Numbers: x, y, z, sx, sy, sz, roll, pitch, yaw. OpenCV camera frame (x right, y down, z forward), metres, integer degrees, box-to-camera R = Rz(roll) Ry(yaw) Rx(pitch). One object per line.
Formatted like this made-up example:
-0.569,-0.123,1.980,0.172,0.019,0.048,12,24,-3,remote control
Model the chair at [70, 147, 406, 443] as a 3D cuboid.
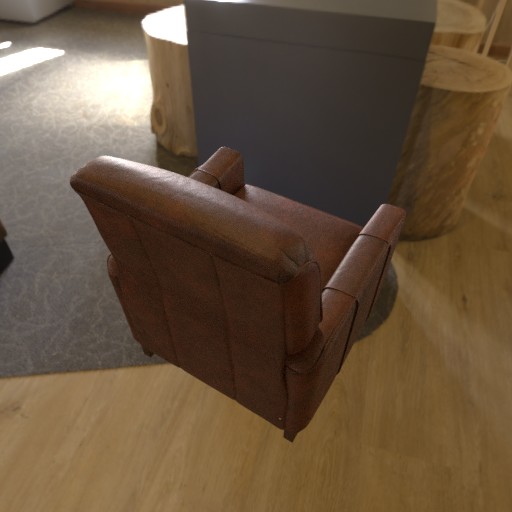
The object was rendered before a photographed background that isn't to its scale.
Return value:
0.000,0.000,1.627,0.843,1.043,0.836,24,51,21,chair
